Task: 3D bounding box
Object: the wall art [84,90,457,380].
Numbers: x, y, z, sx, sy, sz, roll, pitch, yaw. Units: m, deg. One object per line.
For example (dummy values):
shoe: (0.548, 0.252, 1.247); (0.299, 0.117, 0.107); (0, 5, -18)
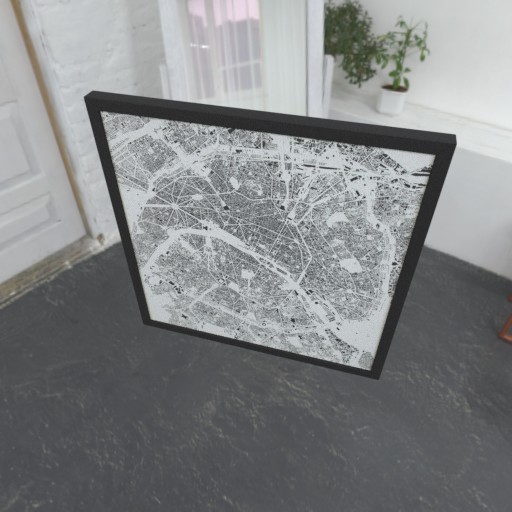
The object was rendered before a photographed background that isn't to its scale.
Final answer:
wall art: (0.000, 0.000, 1.142); (0.763, 0.763, 0.037); (11, 43, 12)
